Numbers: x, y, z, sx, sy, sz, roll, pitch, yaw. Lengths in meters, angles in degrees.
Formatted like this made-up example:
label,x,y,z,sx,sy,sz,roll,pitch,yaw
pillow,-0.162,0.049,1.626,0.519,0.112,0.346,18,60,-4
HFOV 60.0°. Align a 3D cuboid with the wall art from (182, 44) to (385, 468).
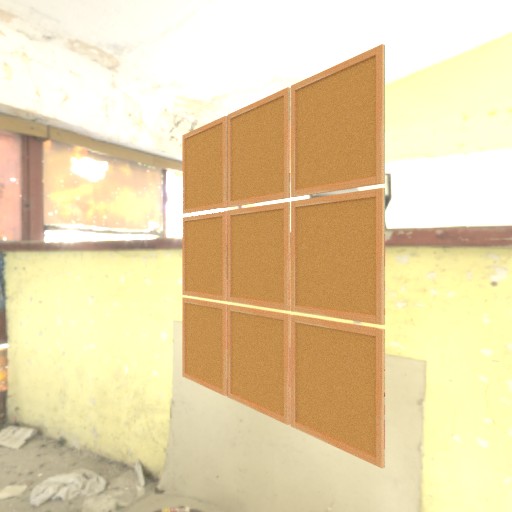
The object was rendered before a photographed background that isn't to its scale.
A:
label,x,y,z,sx,sy,sz,roll,pitch,yaw
wall art,0.000,0.000,1.759,0.013,1.220,1.216,0,0,-37
